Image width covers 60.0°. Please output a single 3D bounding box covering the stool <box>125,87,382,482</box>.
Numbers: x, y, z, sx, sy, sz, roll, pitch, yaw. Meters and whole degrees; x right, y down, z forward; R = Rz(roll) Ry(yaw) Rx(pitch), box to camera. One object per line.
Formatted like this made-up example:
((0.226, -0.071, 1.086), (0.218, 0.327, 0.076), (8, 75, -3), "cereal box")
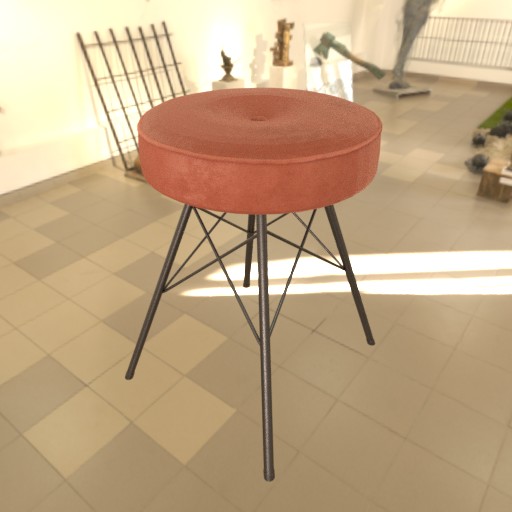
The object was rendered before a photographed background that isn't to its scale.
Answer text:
((0.000, 0.000, 0.904), (0.421, 0.593, 0.457), (22, 39, 30), "stool")
